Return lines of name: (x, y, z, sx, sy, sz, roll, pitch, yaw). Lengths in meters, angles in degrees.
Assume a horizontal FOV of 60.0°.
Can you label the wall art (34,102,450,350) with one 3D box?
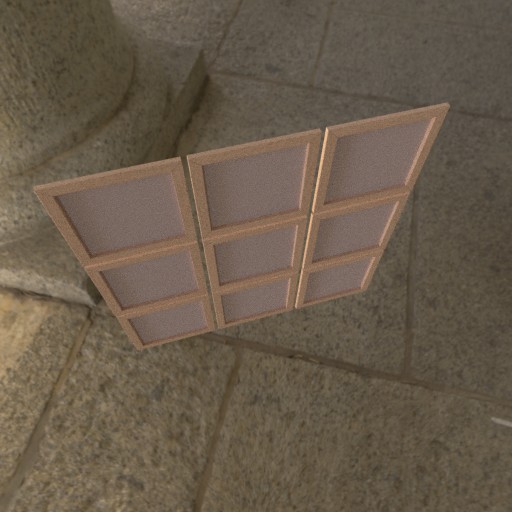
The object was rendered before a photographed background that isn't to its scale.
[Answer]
wall art: (0.000, 0.000, 1.767, 1.217, 1.207, 0.016, -14, 59, -8)
